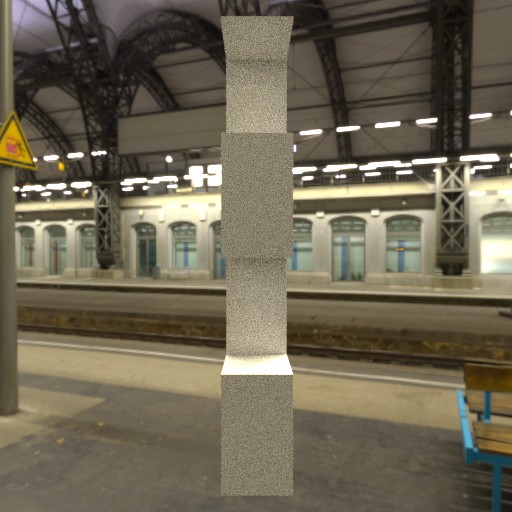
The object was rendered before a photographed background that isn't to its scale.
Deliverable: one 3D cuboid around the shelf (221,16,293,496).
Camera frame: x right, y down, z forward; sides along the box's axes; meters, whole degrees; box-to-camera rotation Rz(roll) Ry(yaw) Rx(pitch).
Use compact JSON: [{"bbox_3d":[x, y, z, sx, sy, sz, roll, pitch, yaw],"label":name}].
[{"bbox_3d":[0.000,0.000,1.970,0.250,1.650,0.890,0,0,0],"label":"shelf"}]
